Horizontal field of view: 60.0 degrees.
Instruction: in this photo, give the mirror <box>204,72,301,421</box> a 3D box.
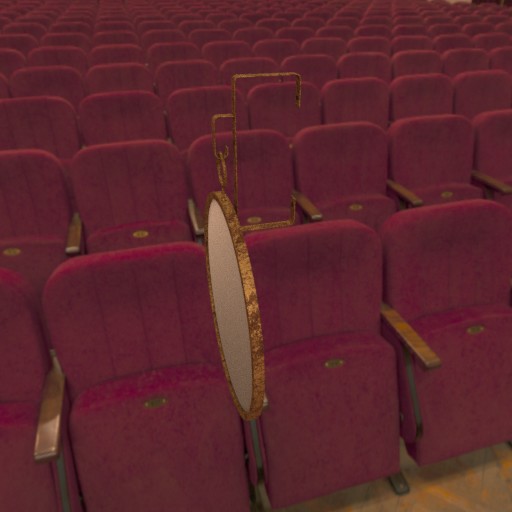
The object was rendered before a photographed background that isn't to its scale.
[{"bbox_3d":[0.000,0.000,0.851,0.144,0.651,0.447,-8,31,-13],"label":"mirror"}]
